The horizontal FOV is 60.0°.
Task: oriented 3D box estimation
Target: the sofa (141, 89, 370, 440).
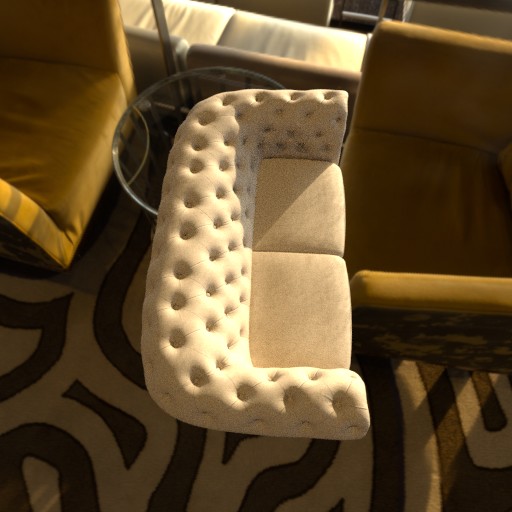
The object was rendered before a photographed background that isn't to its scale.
[{"bbox_3d":[0.000,0.000,2.577,1.069,0.835,1.988,2,63,1],"label":"sofa"}]
